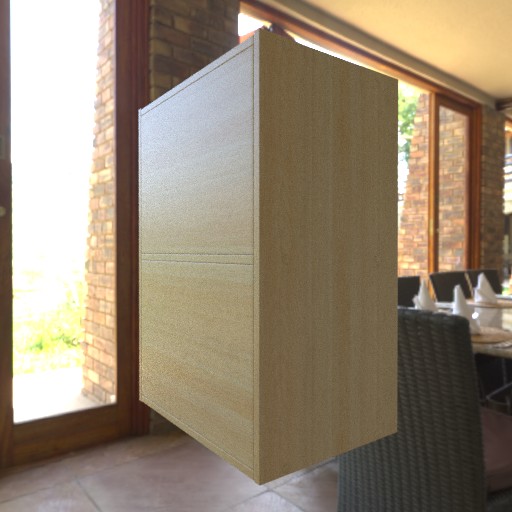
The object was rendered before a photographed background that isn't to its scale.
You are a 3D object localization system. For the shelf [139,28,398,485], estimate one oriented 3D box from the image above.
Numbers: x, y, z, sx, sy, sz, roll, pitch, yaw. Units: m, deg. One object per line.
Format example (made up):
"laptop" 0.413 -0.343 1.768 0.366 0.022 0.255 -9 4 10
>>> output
"shelf" 0.000 0.000 0.823 0.290 0.592 0.414 0 1 -36
